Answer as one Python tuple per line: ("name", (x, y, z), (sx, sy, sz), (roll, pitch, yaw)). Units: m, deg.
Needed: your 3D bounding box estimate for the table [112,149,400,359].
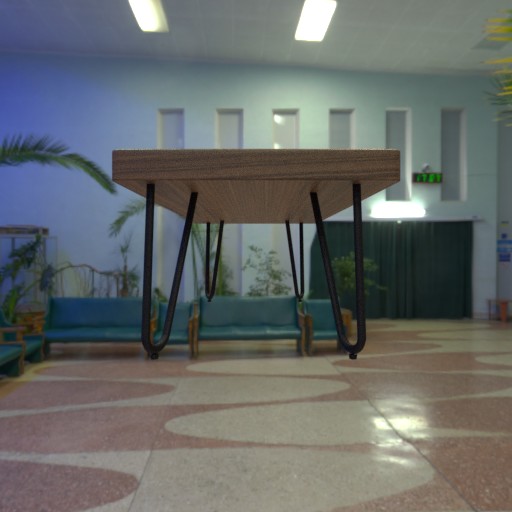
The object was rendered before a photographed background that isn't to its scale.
("table", (0.000, 0.000, 1.640), (0.637, 0.468, 1.375), (0, 0, 0))
